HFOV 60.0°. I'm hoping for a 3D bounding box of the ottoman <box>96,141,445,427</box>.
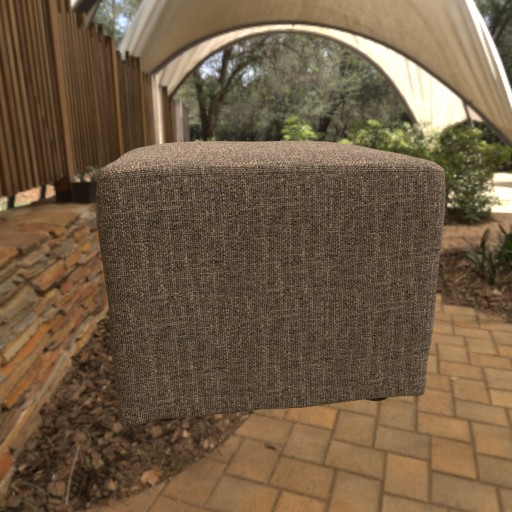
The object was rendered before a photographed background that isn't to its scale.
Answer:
[{"bbox_3d":[0.000,0.000,0.906,0.521,0.453,0.512,-2,16,-9],"label":"ottoman"}]
